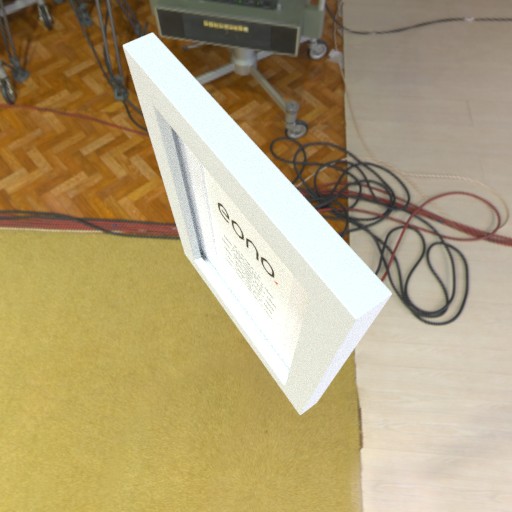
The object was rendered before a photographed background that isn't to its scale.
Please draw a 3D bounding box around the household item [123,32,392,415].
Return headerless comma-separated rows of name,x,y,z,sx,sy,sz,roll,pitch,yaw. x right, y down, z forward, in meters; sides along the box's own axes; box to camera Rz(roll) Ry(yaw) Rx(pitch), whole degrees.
household item,0.000,0.000,0.328,0.045,0.250,0.200,-32,67,-16
